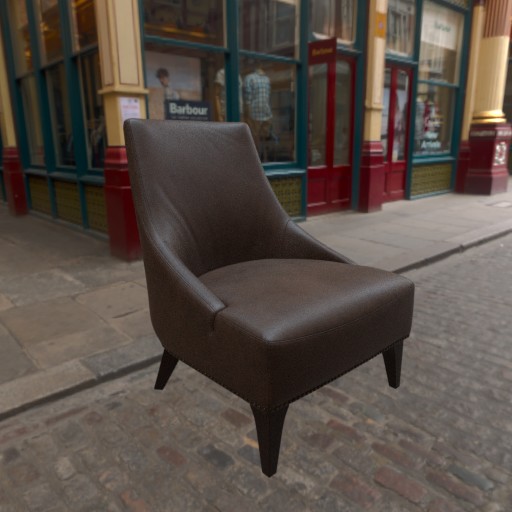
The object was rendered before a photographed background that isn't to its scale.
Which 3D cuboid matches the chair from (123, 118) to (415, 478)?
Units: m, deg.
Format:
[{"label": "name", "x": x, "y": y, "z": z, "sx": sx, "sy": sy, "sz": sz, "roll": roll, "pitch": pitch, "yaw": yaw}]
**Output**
[{"label": "chair", "x": 0.000, "y": 0.000, "z": 1.507, "sx": 0.701, "sy": 0.909, "sz": 0.861, "roll": -13, "pitch": 19, "yaw": -41}]
